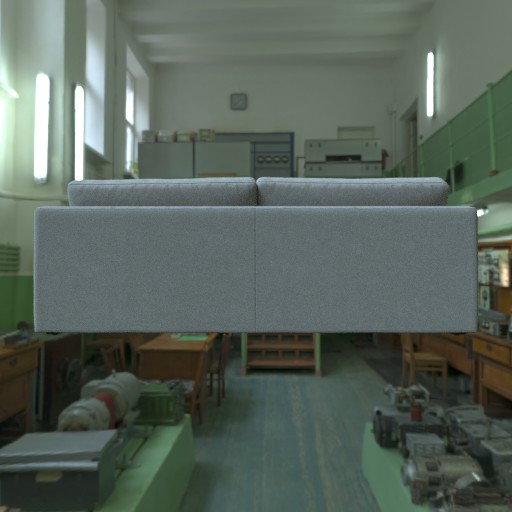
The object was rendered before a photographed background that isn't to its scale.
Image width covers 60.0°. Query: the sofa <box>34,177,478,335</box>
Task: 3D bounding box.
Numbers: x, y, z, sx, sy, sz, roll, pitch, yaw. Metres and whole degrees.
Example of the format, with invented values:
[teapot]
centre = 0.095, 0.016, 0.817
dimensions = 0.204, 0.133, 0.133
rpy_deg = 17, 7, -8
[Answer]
[sofa]
centre = 0.000, 0.000, 2.753
dimensions = 2.588, 0.838, 1.090
rpy_deg = 0, -2, 0
